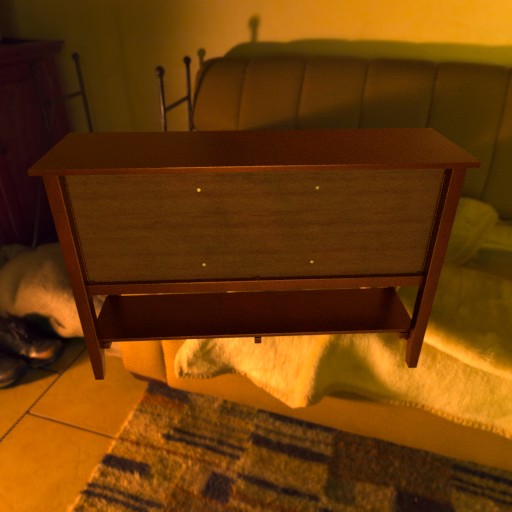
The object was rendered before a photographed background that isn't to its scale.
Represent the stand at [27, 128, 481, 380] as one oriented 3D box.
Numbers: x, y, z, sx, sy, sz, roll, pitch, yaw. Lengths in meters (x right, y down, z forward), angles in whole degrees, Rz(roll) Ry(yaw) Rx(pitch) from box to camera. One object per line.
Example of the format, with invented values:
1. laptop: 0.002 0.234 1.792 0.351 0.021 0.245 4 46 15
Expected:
1. stand: 0.000 0.000 1.725 1.362 0.872 0.410 -2 31 -3
